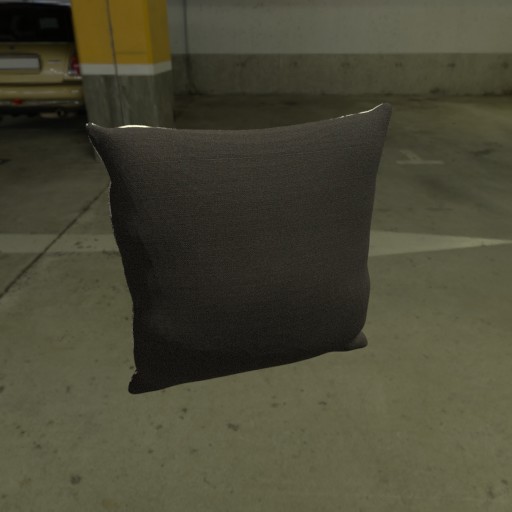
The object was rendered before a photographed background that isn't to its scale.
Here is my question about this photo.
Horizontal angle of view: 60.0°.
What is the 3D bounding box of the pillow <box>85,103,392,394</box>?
[{"bbox_3d":[0.000,0.000,0.693,0.440,0.441,0.182,-8,27,-16],"label":"pillow"}]
